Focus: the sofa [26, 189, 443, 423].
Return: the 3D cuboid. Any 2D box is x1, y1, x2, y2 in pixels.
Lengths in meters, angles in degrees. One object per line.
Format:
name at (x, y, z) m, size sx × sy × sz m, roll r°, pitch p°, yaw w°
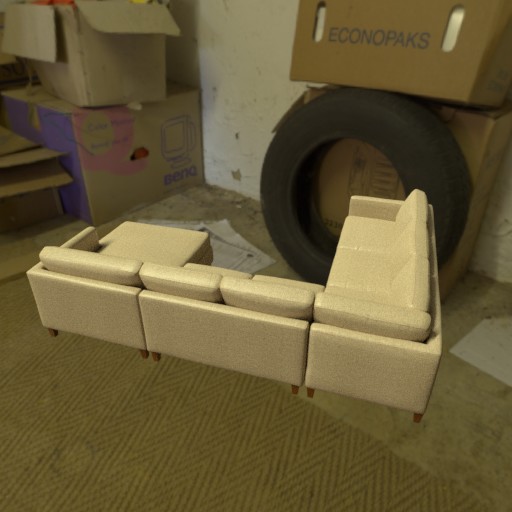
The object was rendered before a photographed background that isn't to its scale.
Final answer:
sofa at (0.000, 0.000, 4.590) m, size 3.460 × 0.961 × 2.594 m, roll 9°, pitch 32°, yaw 15°
